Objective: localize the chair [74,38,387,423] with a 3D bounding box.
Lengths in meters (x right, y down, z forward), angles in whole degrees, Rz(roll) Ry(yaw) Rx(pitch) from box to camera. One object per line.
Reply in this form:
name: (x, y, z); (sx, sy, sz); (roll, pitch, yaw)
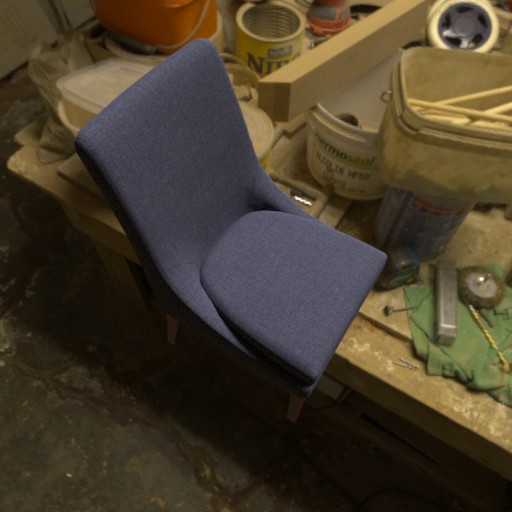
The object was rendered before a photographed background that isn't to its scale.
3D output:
chair: (0.000, 0.000, 1.310); (0.655, 0.952, 0.508); (29, 62, 17)
